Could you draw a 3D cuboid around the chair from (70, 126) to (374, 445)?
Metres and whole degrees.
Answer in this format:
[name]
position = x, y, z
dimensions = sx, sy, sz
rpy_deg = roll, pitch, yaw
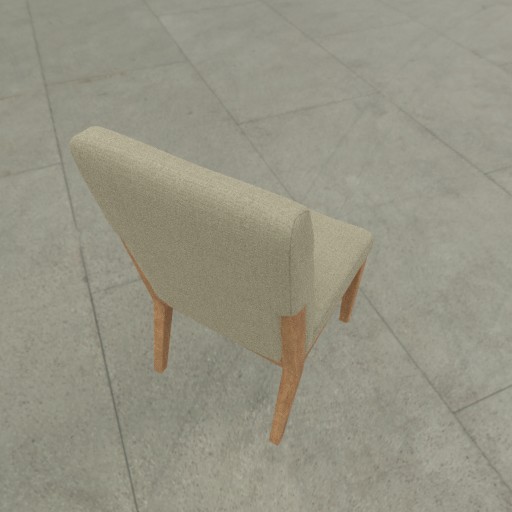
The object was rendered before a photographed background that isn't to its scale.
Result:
[chair]
position = 0.000, 0.000, 1.225
dimensions = 0.507, 0.911, 0.586
rpy_deg = 24, 52, 21
